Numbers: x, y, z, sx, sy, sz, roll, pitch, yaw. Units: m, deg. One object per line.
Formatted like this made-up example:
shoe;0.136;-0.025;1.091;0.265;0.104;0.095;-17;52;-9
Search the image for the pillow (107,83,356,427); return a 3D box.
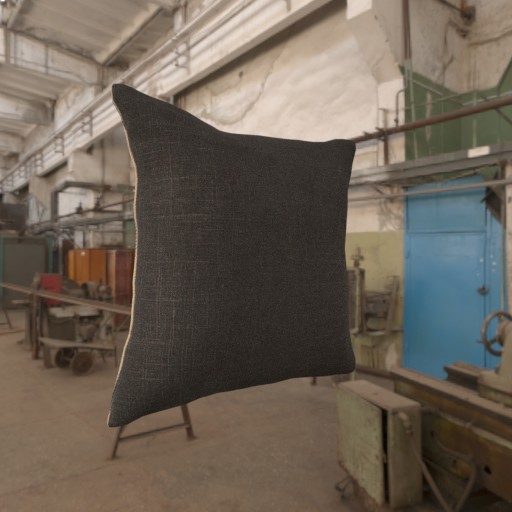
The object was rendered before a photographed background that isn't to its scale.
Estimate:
pillow;0.000;0.000;0.707;0.468;0.444;0.138;0;-1;-36
